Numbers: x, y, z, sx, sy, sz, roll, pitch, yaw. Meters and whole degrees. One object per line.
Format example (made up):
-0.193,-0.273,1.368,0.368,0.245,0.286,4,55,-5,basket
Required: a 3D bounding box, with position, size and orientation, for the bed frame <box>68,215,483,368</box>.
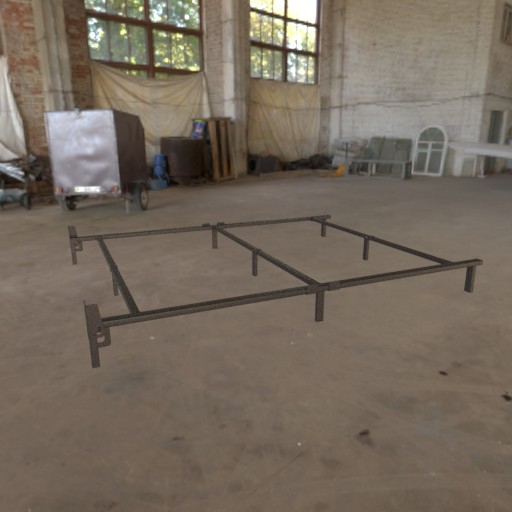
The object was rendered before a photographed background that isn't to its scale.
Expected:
0.000,0.000,2.635,1.990,0.248,1.498,-7,17,-23,bed frame
